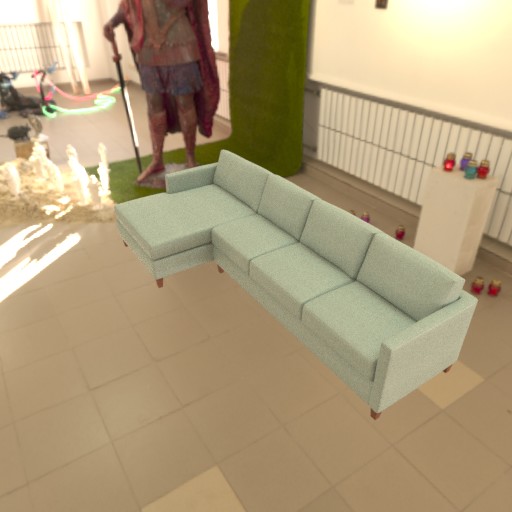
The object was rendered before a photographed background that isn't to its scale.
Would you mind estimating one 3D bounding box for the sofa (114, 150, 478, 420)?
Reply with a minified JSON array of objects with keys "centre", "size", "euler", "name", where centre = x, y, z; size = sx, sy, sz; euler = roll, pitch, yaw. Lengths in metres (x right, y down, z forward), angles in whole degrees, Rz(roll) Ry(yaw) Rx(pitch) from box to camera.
[{"centre":[0.000,0.000,4.164],"size":[1.600,0.953,3.470],"euler":[-20,37,-28],"name":"sofa"}]
